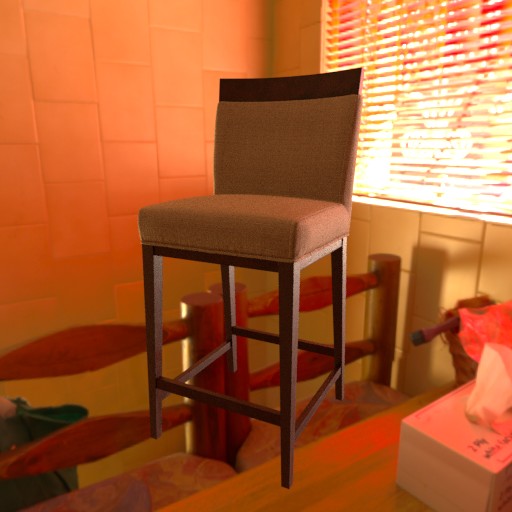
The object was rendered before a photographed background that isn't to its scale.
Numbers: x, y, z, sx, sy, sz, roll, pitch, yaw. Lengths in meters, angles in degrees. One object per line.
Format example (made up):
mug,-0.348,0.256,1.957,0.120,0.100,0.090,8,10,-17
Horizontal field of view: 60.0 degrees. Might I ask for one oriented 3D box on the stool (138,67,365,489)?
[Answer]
stool,0.000,0.000,1.248,0.463,1.011,0.480,7,16,27
